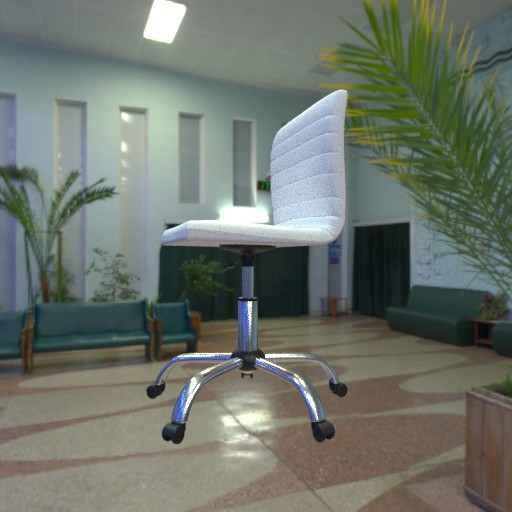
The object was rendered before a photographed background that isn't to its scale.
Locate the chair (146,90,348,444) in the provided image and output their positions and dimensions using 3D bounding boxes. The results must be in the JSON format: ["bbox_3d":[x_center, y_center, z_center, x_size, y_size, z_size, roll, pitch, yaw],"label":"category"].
[{"bbox_3d":[0.000,0.000,1.158,0.530,0.780,0.556,0,0,-19],"label":"chair"}]
